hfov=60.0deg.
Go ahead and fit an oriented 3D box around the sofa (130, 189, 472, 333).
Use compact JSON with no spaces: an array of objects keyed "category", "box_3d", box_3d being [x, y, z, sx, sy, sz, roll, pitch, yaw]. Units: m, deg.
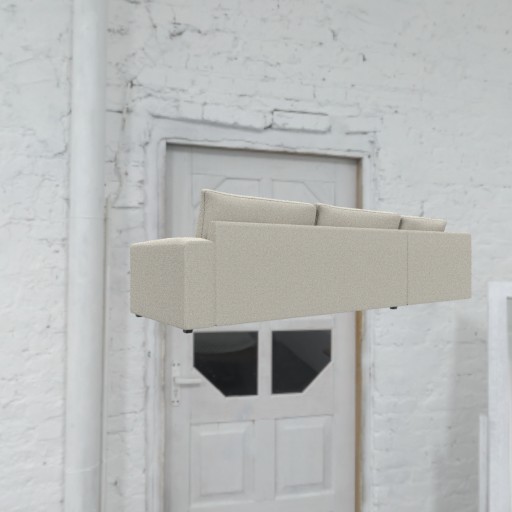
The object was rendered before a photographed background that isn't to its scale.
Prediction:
[{"category":"sofa","box_3d":[0.000,0.000,4.820,3.206,0.918,3.066,0,1,-35]}]
